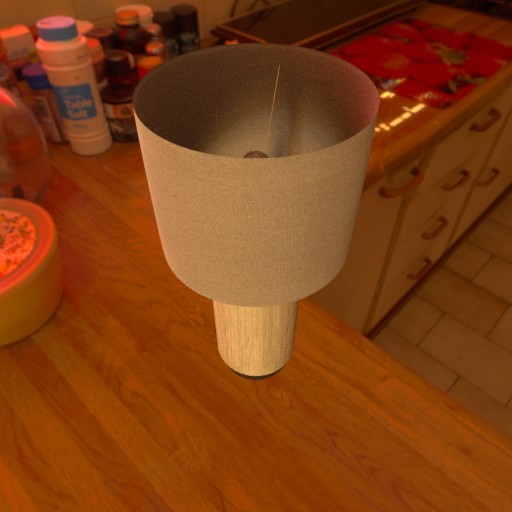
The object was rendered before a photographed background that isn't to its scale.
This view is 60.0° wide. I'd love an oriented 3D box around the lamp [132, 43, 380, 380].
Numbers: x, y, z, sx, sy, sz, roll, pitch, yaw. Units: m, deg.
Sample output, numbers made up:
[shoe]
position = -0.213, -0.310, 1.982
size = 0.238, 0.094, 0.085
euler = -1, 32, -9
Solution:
[lamp]
position = 0.000, 0.000, 0.571
size = 0.228, 0.444, 0.228
euler = 10, 47, 10
